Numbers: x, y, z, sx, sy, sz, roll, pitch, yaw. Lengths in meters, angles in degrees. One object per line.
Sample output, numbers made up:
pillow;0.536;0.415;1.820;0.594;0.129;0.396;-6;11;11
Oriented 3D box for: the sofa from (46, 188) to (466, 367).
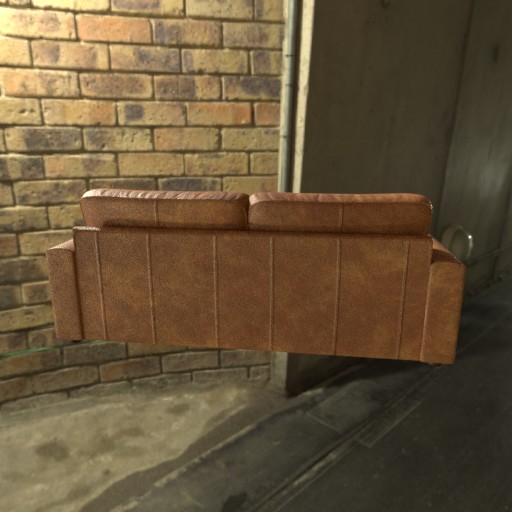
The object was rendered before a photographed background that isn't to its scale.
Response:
sofa;0.000;0.000;2.772;2.179;0.873;1.016;2;15;7
